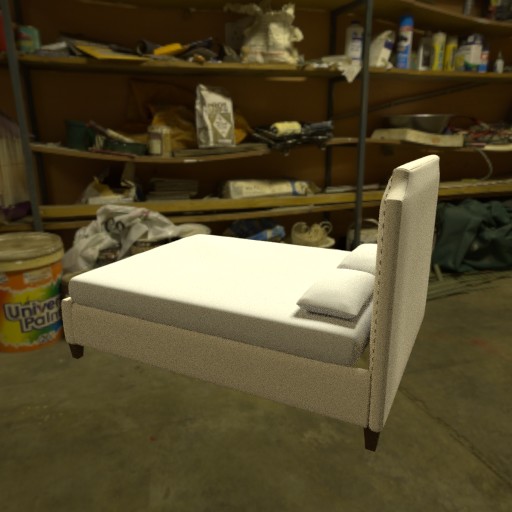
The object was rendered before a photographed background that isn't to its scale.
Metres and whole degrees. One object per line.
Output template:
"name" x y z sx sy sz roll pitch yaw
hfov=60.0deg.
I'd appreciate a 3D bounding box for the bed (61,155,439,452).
"bed" 0.000 0.000 3.367 2.372 1.497 1.712 8 17 26
